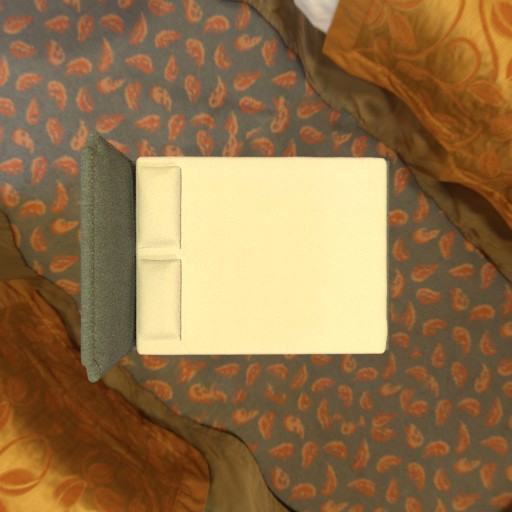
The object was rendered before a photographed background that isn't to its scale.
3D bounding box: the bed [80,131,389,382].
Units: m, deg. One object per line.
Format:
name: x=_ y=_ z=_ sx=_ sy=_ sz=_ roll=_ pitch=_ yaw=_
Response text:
bed: x=0.000 y=0.000 z=3.625 sx=2.372 sy=1.443 sz=1.712 roll=0 pitch=91 yaw=-1
